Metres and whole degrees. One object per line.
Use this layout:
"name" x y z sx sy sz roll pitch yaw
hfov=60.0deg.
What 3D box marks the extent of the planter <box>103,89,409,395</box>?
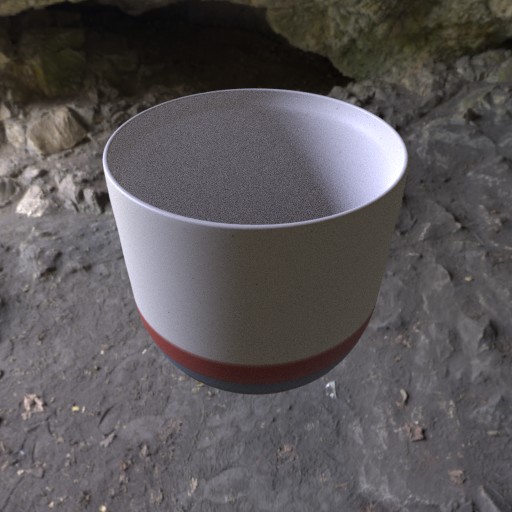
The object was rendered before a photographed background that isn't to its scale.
"planter" 0.000 0.000 0.483 0.268 0.270 0.268 0 40 0
